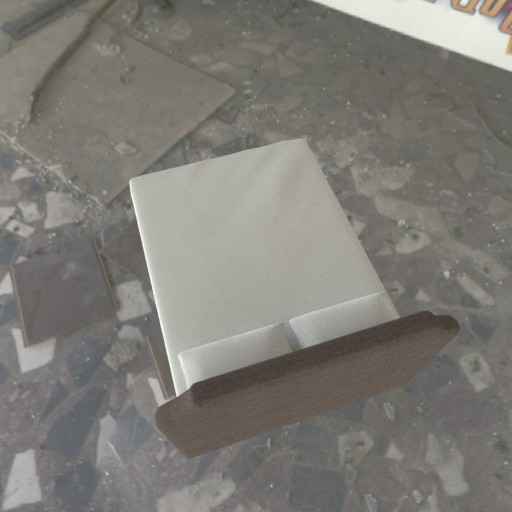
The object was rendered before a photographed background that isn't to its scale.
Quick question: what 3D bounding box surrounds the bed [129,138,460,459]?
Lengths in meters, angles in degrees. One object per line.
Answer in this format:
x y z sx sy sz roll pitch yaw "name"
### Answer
0.000 0.000 3.167 1.693 1.290 2.116 -15 60 -9 "bed"
